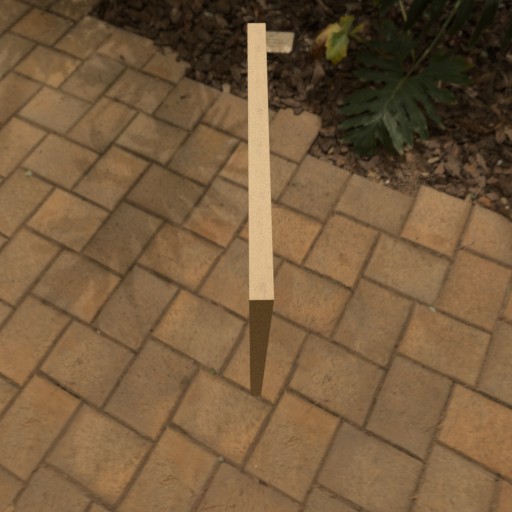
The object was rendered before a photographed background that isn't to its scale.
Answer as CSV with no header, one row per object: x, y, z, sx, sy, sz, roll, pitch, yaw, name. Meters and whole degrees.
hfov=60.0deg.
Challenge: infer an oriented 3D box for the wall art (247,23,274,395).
0.000,0.000,1.025,0.039,0.810,0.510,-1,65,0,wall art
